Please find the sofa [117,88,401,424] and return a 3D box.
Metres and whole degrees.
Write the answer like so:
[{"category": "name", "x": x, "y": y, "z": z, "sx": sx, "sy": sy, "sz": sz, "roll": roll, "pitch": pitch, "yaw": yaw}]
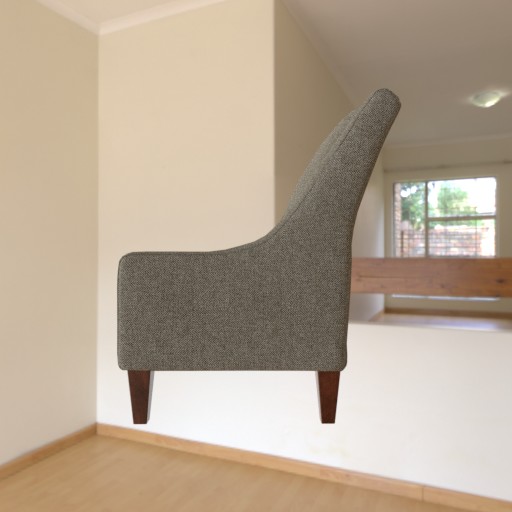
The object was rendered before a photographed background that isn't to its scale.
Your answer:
[{"category": "sofa", "x": 0.000, "y": 0.000, "z": 1.928, "sx": 0.870, "sy": 1.021, "sz": 1.242, "roll": 0, "pitch": 0, "yaw": 0}]
